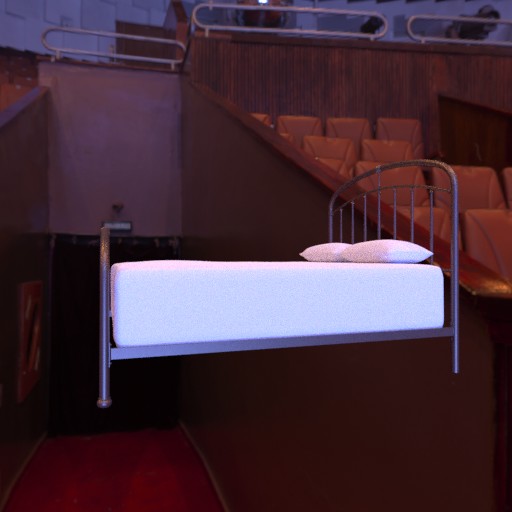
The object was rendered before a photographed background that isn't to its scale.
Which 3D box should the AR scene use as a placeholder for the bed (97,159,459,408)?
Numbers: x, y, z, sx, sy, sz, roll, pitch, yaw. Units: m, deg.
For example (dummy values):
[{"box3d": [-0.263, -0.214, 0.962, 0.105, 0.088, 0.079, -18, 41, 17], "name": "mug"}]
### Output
[{"box3d": [0.000, 0.000, 3.257, 2.168, 1.475, 1.711, 0, 0, -19], "name": "bed"}]
